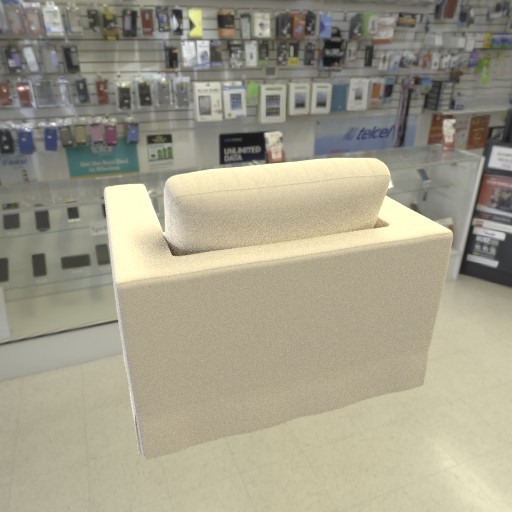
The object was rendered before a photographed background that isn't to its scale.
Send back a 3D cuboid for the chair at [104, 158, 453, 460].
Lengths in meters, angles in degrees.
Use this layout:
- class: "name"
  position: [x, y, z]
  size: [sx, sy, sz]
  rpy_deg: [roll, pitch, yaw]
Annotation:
- class: "chair"
  position: [0.000, 0.000, 1.818]
  size: [1.150, 0.878, 0.957]
  rpy_deg: [-8, 27, -17]
